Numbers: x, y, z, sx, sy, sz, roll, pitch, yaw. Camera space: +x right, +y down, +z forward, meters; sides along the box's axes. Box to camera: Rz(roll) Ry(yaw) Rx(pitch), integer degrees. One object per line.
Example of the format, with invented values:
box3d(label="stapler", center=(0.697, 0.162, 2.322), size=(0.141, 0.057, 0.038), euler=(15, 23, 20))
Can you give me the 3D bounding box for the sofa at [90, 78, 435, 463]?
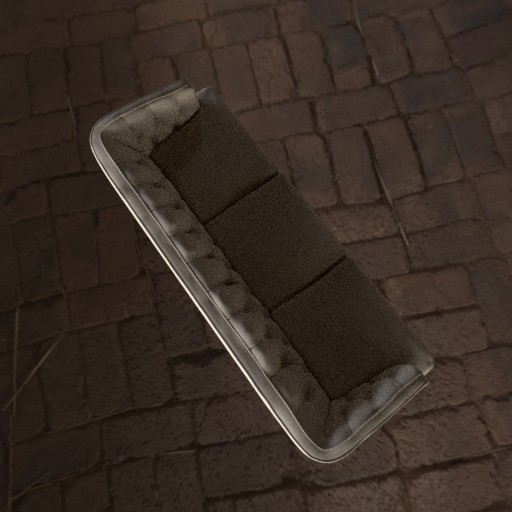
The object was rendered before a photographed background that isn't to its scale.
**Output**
box3d(label="sofa", center=(0.000, 0.000, 2.683), size=(0.913, 0.788, 2.235), euler=(-35, 78, -9))
